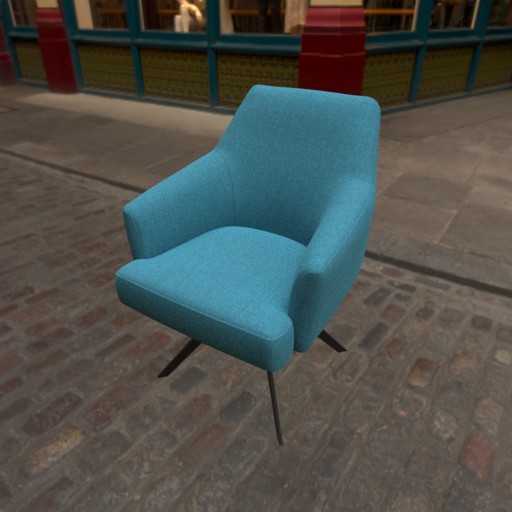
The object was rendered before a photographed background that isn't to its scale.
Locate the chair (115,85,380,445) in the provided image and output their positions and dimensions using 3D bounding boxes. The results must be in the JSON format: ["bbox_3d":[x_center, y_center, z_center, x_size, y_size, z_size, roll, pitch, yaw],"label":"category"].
[{"bbox_3d":[0.000,0.000,1.351,0.642,0.874,0.677,18,35,28],"label":"chair"}]
